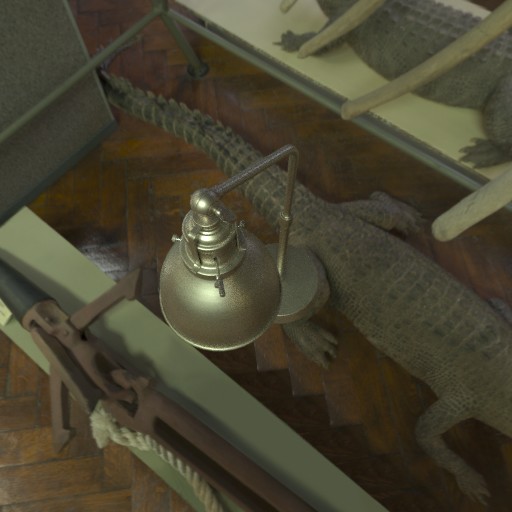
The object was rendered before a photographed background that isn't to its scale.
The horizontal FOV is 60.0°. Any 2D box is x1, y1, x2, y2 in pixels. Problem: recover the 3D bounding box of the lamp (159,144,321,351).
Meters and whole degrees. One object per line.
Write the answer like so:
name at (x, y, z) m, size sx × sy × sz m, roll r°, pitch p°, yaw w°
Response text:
lamp at (0.000, 0.000, 0.577) m, size 0.153 × 0.456 × 0.286 m, roll 35°, pitch 70°, yaw 15°
